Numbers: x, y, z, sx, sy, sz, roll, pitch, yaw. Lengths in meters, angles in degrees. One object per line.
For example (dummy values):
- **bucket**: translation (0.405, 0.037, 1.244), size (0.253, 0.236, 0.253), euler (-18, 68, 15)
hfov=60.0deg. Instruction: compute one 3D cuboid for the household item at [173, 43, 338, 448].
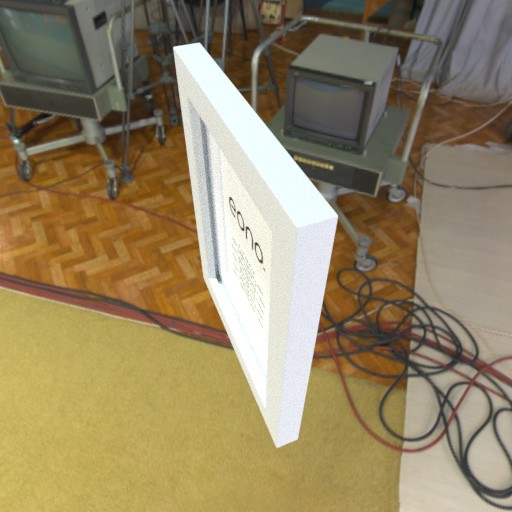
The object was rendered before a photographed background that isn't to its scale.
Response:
- **household item**: translation (0.000, 0.000, 0.344), size (0.045, 0.250, 0.200), euler (-17, 49, -15)
